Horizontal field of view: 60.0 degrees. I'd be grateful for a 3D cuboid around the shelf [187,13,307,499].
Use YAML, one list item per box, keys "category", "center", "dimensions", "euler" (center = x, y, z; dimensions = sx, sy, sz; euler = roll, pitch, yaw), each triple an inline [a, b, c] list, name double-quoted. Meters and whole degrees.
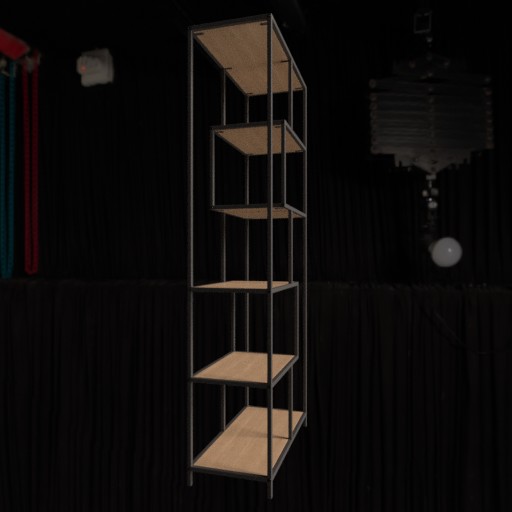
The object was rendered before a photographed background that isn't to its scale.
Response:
- category: "shelf"
  center: [0.000, 0.000, 2.104]
  dimensions: [0.350, 1.850, 0.770]
  euler: [0, 0, 16]
